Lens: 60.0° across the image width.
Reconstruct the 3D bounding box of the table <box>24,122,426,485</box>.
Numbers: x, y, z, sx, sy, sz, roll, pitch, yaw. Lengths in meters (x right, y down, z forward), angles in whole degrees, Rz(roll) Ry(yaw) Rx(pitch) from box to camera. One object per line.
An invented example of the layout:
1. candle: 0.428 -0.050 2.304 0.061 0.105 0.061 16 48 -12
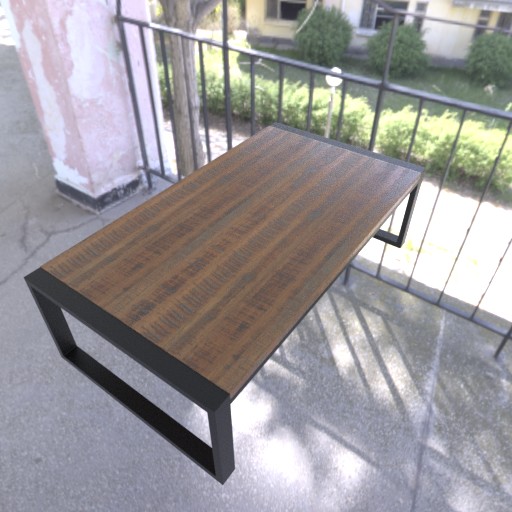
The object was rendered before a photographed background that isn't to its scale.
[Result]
1. table: 0.000 0.000 1.710 0.750 0.400 1.350 26 47 26
